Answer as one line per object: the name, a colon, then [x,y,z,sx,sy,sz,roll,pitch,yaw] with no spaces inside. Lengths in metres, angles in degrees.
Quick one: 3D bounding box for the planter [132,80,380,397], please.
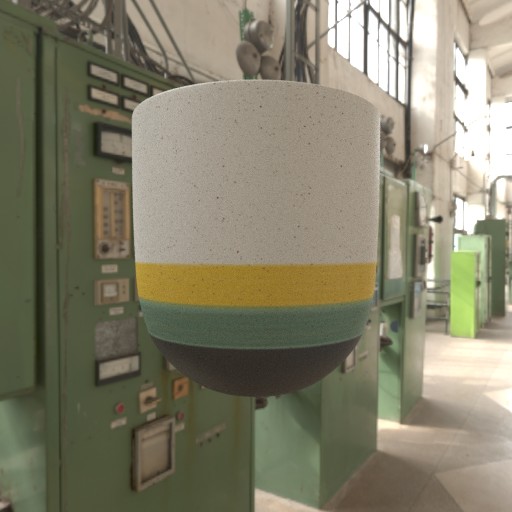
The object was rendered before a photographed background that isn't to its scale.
planter: [0.000,0.000,0.363,0.195,0.214,0.195,0,1,0]
